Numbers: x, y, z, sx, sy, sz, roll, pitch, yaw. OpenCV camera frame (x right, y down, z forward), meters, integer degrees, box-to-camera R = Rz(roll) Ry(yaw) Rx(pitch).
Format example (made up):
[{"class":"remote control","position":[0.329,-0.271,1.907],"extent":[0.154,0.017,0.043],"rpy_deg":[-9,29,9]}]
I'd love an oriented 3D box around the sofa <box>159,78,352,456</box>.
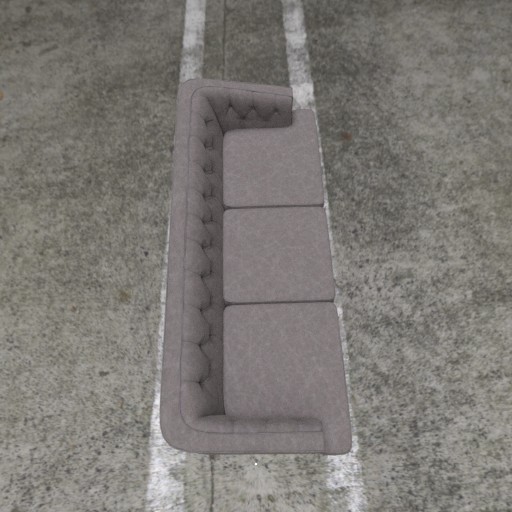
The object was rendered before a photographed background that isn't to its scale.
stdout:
[{"class":"sofa","position":[0.000,0.000,2.706],"extent":[0.917,0.806,2.247],"rpy_deg":[-2,65,-1]}]
